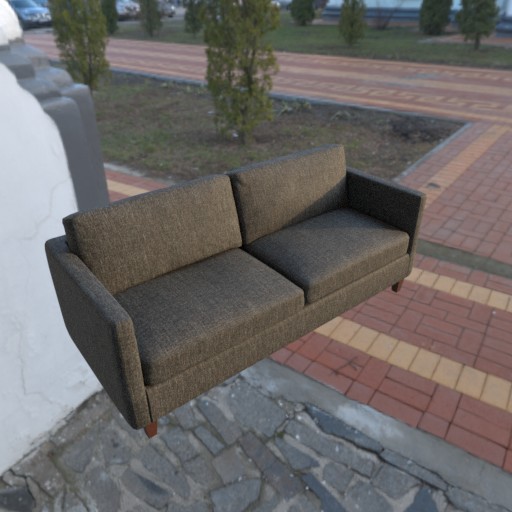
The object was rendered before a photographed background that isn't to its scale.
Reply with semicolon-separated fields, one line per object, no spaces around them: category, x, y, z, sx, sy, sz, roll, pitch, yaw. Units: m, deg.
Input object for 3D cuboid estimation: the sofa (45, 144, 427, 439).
sofa;0.000;0.000;2.779;2.208;0.960;0.948;-22;37;-32
